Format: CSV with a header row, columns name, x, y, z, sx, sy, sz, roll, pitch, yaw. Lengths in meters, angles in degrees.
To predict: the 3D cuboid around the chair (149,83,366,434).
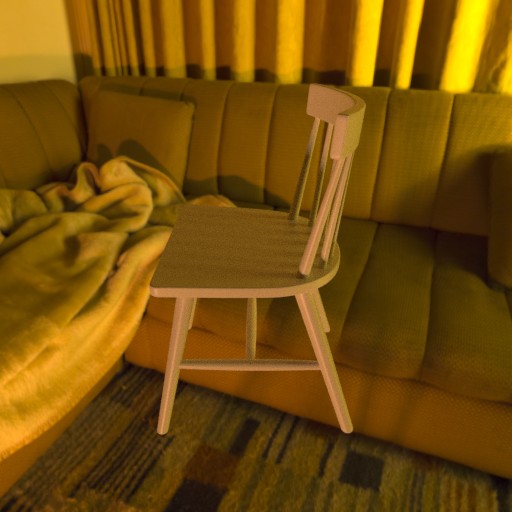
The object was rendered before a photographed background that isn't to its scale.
name,x,y,z,sx,sy,sz,roll,pitch,yaw
chair,0.000,0.000,1.145,0.500,0.787,0.483,0,27,0
